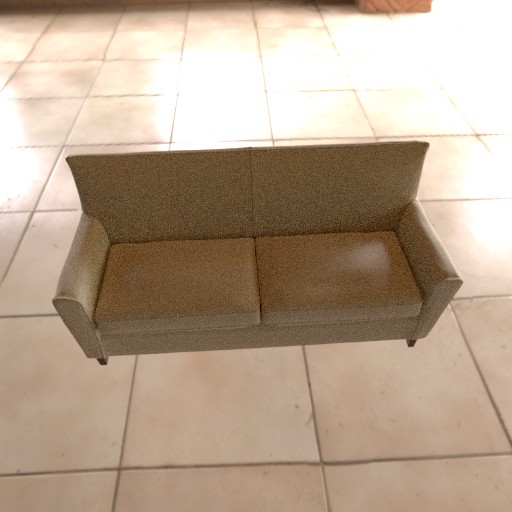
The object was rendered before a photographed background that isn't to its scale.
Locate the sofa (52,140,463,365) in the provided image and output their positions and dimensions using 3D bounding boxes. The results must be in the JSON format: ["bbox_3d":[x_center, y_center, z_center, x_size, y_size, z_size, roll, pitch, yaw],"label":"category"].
[{"bbox_3d":[0.000,0.000,2.482,2.001,0.907,0.841,-3,46,-3],"label":"sofa"}]
